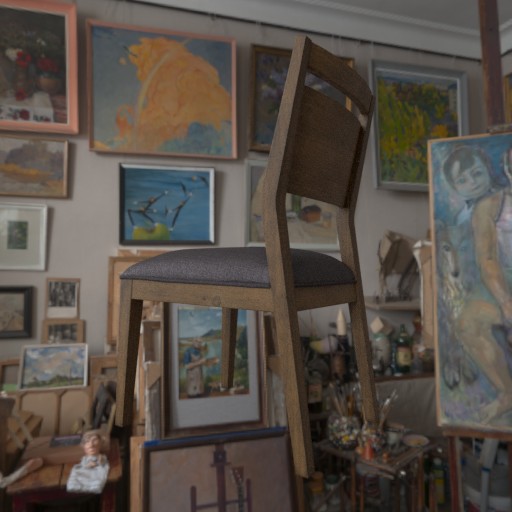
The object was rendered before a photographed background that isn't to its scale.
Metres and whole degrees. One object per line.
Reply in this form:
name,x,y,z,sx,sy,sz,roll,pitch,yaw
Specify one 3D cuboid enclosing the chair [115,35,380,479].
chair,0.000,0.000,1.266,0.610,0.939,0.501,-1,-2,35
